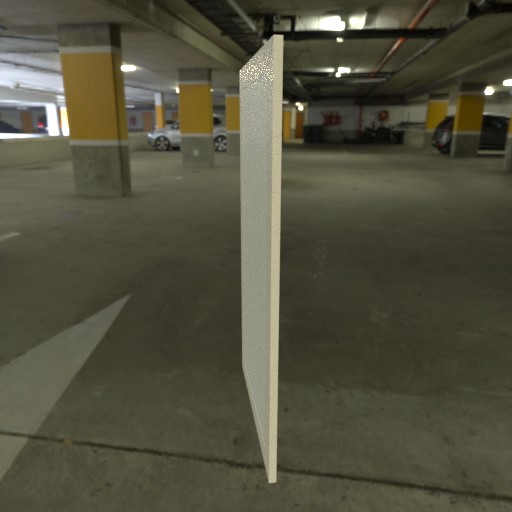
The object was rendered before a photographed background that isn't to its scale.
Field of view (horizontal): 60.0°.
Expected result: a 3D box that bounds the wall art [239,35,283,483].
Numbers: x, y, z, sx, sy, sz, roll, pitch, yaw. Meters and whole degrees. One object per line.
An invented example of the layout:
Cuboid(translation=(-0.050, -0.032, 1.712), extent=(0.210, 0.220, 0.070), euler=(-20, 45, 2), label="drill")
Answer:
Cuboid(translation=(0.000, 0.000, 0.827), extent=(0.013, 0.683, 0.380), euler=(-2, 17, -8), label="wall art")
